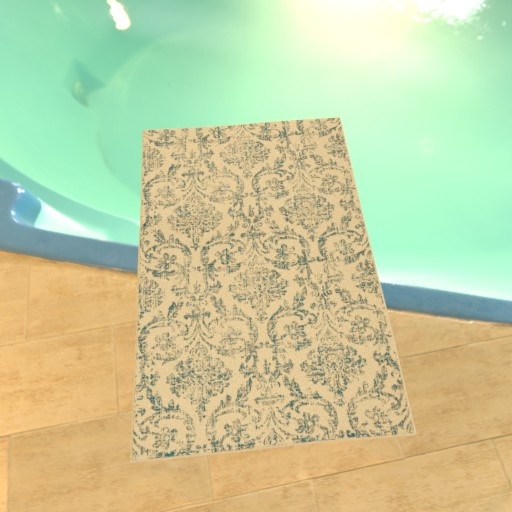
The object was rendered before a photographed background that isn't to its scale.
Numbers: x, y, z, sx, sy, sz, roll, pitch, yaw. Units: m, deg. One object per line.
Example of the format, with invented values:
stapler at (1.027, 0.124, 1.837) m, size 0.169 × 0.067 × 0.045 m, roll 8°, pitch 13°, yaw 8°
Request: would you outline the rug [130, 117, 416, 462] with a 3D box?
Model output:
rug at (0.000, 0.000, 3.426) m, size 1.819 × 0.018 × 2.746 m, roll -5°, pitch 63°, yaw -2°
